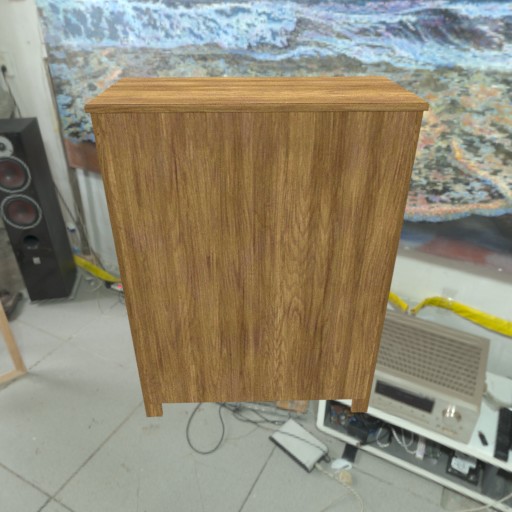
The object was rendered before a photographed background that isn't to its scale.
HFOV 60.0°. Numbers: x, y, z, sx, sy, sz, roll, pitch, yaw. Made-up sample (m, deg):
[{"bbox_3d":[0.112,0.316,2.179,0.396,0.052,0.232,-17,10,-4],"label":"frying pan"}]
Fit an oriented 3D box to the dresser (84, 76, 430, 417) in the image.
[{"bbox_3d":[0.000,0.000,1.983,1.081,1.431,0.558,-1,31,-1],"label":"dresser"}]
